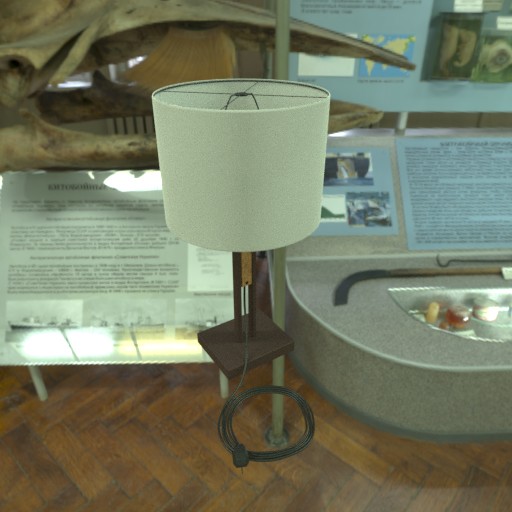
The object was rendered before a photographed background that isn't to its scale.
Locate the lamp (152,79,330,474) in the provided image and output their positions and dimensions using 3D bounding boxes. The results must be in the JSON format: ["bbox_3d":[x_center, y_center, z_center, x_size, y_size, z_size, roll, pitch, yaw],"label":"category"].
[{"bbox_3d":[0.000,0.000,0.987,0.396,0.668,0.525,-18,34,-28],"label":"lamp"}]
